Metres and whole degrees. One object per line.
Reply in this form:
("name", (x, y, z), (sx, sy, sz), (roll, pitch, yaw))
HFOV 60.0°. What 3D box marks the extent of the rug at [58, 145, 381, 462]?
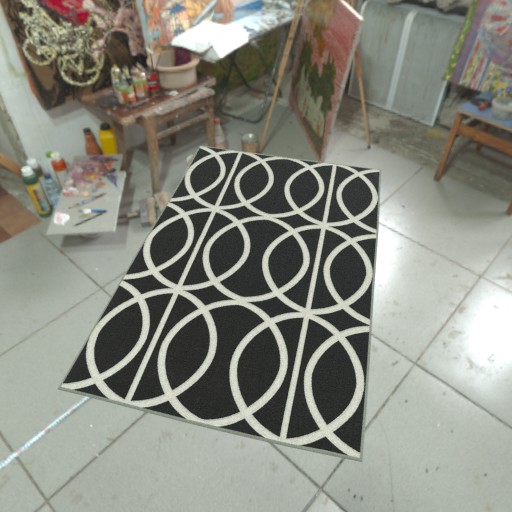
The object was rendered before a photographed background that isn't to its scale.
("rug", (0.000, 0.000, 2.870), (1.526, 0.014, 2.290), (10, 47, 9))
